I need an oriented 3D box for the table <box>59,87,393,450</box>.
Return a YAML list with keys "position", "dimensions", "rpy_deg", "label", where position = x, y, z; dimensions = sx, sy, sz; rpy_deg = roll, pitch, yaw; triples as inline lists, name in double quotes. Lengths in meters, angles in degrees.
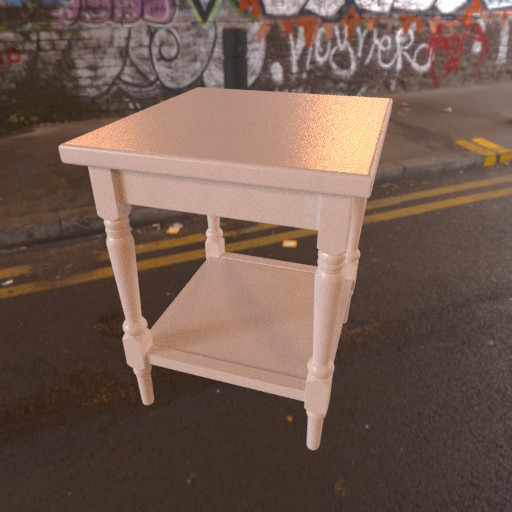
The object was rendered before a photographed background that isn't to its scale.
- position: [0.000, 0.000, 0.920]
  dimensions: [0.442, 0.565, 0.488]
  rpy_deg: [9, 32, 15]
  label: "table"
